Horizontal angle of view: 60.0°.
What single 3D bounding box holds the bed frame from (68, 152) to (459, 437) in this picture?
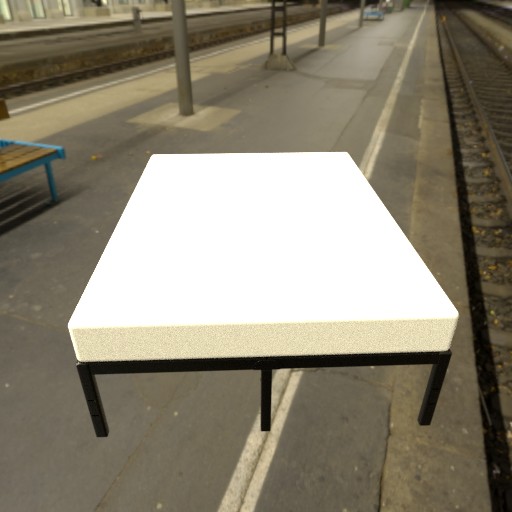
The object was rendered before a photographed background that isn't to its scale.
[{"bbox_3d":[0.000,0.000,2.757,1.557,0.659,2.072,-1,31,-2],"label":"bed frame"}]
